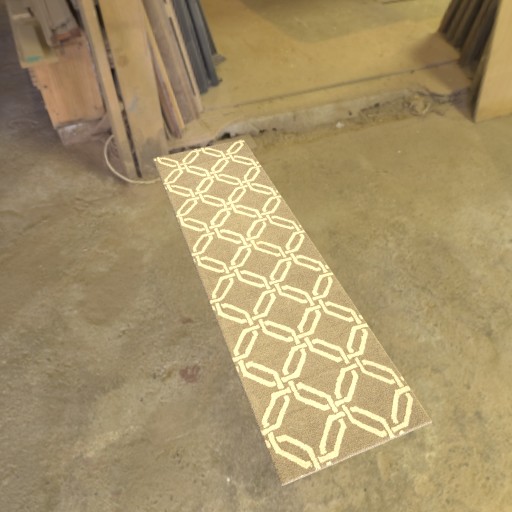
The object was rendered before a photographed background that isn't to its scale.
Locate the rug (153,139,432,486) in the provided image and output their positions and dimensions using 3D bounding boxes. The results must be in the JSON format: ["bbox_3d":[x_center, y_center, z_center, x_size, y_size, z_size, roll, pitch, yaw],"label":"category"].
[{"bbox_3d":[0.000,0.000,2.468,0.678,0.014,2.276,-16,49,-14],"label":"rug"}]
